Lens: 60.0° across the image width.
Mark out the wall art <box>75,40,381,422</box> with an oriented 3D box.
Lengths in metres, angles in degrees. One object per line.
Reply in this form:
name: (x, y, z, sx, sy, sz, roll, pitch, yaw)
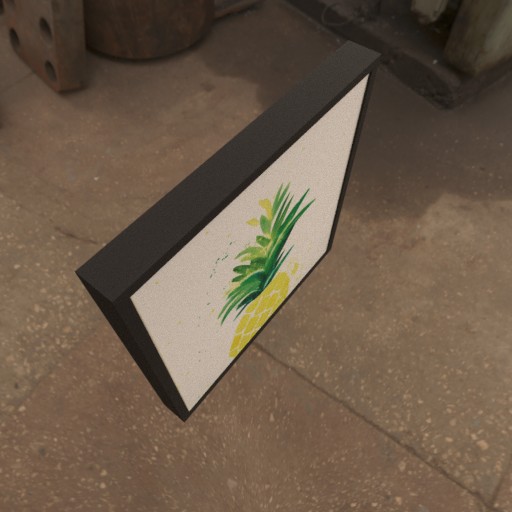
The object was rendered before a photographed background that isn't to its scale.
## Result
wall art: (0.000, 0.000, 0.450, 0.033, 0.304, 0.305, 34, 63, 20)
